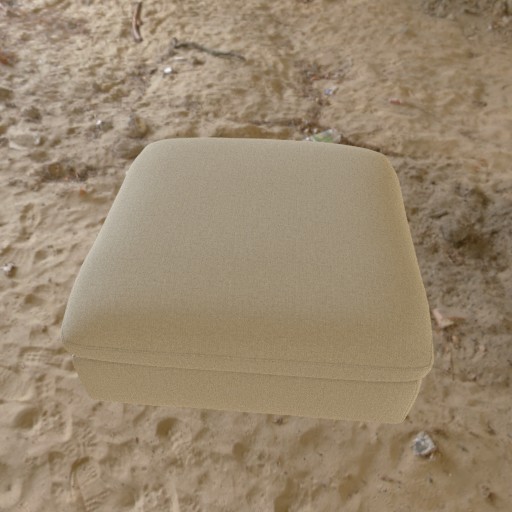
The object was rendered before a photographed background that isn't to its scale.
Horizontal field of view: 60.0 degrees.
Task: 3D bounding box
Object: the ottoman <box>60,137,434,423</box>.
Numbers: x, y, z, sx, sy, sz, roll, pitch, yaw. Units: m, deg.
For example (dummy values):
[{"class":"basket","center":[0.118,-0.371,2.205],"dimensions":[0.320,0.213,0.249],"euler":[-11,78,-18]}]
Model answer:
[{"class":"ottoman","center":[0.000,0.000,1.519],"dimensions":[0.996,0.467,0.977],"euler":[3,46,3]}]
